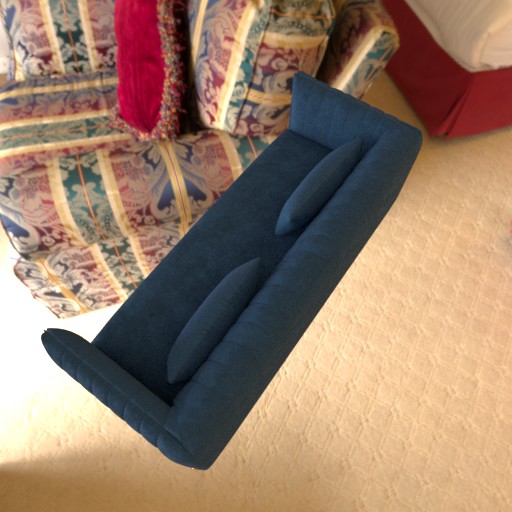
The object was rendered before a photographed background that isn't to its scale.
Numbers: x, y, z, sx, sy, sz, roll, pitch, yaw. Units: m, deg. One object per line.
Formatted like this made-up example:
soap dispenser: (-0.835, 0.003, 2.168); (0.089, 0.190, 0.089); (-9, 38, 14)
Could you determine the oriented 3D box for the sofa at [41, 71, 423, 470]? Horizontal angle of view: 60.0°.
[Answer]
sofa: (0.000, 0.000, 2.501); (0.896, 0.793, 2.136); (32, 67, 16)
